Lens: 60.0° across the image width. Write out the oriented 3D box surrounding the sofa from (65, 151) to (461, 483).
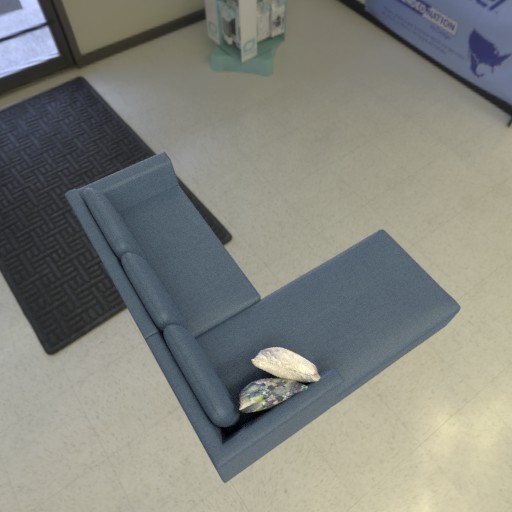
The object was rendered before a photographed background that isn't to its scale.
[{"bbox_3d":[0.000,0.000,3.064,1.829,0.787,2.120,-29,62,-17],"label":"sofa"}]
